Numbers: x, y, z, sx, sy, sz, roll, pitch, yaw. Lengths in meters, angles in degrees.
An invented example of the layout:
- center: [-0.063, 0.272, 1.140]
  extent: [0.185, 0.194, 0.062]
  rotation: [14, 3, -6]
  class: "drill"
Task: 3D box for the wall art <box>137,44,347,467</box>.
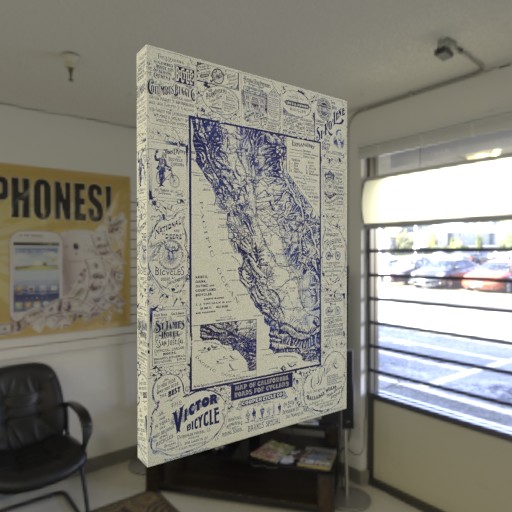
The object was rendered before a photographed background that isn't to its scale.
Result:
- center: [0.000, 0.000, 0.763]
  extent: [0.408, 0.601, 0.040]
  rotation: [0, 1, -36]
  class: "wall art"
